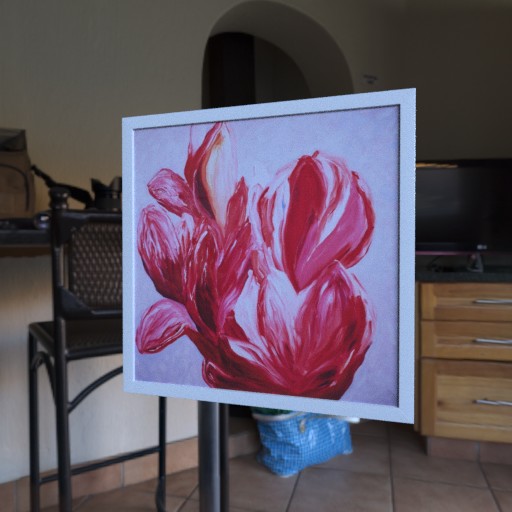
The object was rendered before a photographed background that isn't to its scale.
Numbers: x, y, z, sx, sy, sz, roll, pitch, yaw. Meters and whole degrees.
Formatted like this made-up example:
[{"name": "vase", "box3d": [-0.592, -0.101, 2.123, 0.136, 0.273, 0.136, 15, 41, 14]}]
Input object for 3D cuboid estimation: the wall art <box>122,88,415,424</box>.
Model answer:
[{"name": "wall art", "box3d": [0.000, 0.000, 0.676, 0.455, 0.453, 0.023, 0, 1, 17]}]
